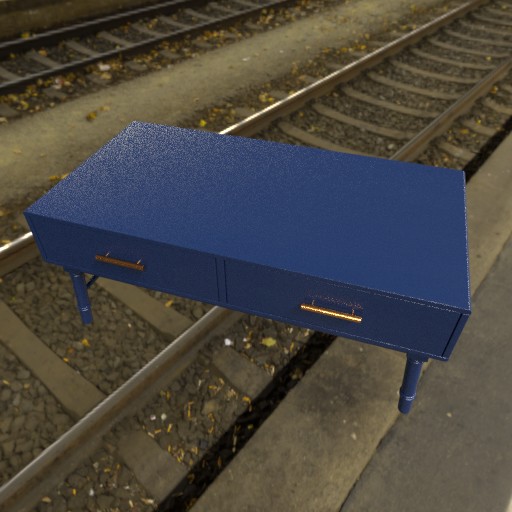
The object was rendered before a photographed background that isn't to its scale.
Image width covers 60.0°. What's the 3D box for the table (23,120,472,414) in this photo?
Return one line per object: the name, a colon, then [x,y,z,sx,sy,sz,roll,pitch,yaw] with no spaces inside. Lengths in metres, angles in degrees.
table: [0.000,0.000,1.332,1.067,0.457,0.572,12,43,13]
